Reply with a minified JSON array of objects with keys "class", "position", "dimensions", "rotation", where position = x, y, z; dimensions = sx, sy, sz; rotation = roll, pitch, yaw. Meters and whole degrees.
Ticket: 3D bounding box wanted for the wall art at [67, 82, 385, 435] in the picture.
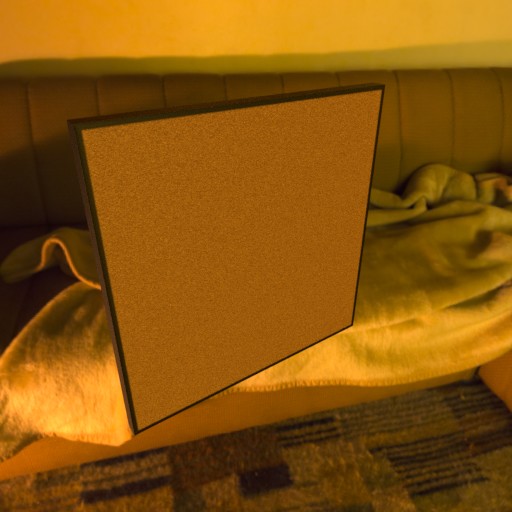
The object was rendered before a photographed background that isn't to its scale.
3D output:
[{"class":"wall art","position":[0.000,0.000,0.753],"dimensions":[0.513,0.511,0.028],"rotation":[-19,34,-30]}]
